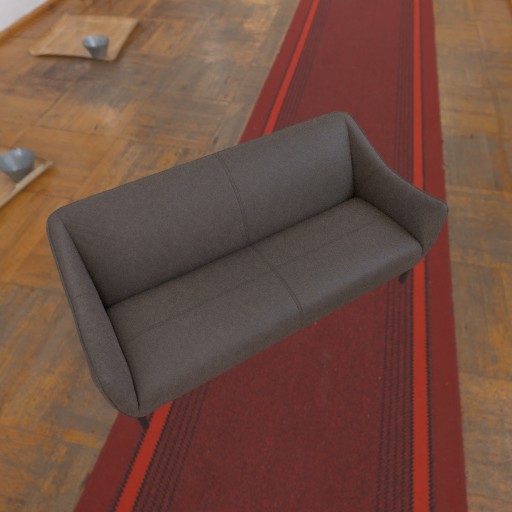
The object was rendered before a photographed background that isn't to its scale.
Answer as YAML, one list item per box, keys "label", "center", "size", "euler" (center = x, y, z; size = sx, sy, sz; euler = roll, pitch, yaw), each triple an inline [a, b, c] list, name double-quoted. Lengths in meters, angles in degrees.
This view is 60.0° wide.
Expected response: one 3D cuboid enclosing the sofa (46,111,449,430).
- label: "sofa"
  center: [0.000, 0.000, 2.383]
  size: [1.928, 0.831, 0.869]
  euler: [-25, 52, -21]
